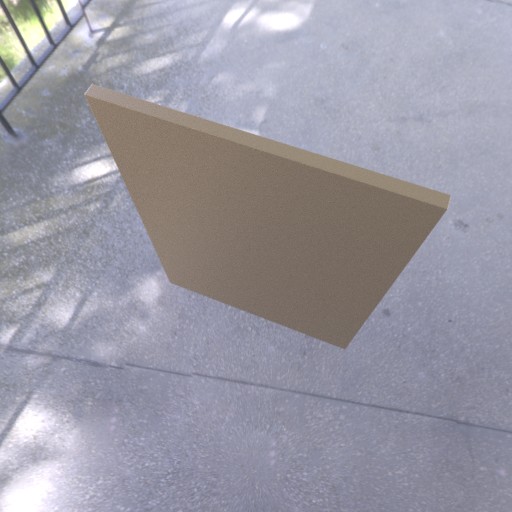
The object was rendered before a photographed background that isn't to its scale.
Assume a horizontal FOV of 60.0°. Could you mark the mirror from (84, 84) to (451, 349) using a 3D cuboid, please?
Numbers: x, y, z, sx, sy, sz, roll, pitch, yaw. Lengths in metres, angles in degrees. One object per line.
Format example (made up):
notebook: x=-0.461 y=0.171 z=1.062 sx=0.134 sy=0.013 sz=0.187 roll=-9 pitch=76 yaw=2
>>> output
mirror: x=0.000 y=0.000 z=1.325 sx=0.756 sy=1.023 sz=0.032 roll=20 pitch=66 yaw=9
